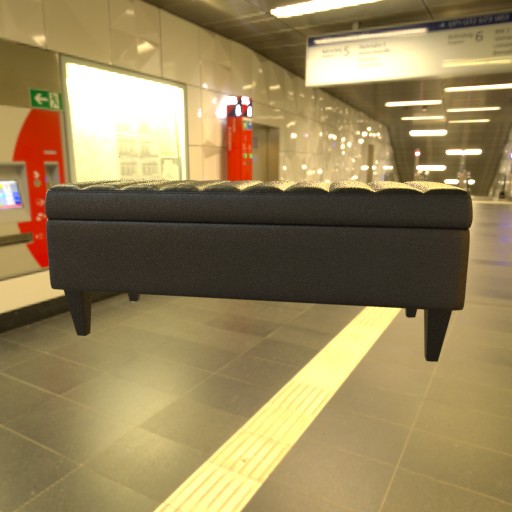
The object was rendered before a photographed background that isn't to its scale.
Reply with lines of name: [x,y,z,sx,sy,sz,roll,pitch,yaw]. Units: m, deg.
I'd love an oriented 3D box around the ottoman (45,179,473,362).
ottoman: [0.000,0.000,1.412,1.151,0.469,0.482,2,12,10]
